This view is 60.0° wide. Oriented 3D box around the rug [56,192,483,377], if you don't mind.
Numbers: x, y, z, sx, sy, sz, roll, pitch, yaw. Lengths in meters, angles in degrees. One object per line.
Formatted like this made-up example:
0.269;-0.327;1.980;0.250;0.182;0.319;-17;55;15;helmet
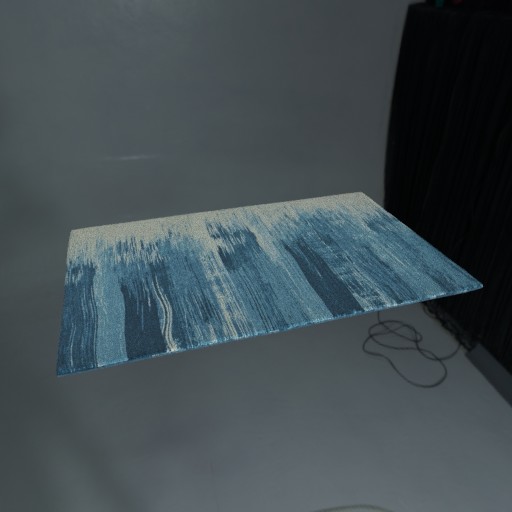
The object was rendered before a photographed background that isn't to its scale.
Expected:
0.000;0.000;3.008;2.450;0.027;1.540;-9;32;-15;rug
